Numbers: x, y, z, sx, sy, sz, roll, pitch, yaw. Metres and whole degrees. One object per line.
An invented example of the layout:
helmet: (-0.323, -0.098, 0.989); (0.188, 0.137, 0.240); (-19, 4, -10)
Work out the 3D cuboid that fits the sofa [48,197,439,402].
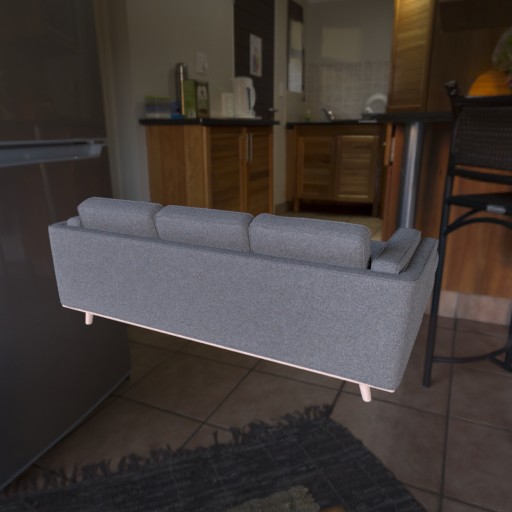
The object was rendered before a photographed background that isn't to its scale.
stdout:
sofa: (0.000, 0.000, 3.215); (2.411, 0.929, 1.604); (9, 19, 26)
